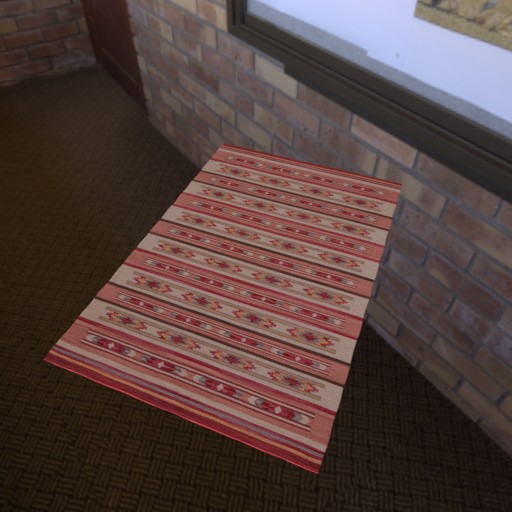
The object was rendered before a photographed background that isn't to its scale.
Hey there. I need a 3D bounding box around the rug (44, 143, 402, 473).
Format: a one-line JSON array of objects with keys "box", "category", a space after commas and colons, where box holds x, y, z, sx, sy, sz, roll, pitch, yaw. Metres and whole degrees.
[{"box": [0.000, 0.000, 2.315, 1.223, 0.008, 1.817, 16, 49, 15], "category": "rug"}]
